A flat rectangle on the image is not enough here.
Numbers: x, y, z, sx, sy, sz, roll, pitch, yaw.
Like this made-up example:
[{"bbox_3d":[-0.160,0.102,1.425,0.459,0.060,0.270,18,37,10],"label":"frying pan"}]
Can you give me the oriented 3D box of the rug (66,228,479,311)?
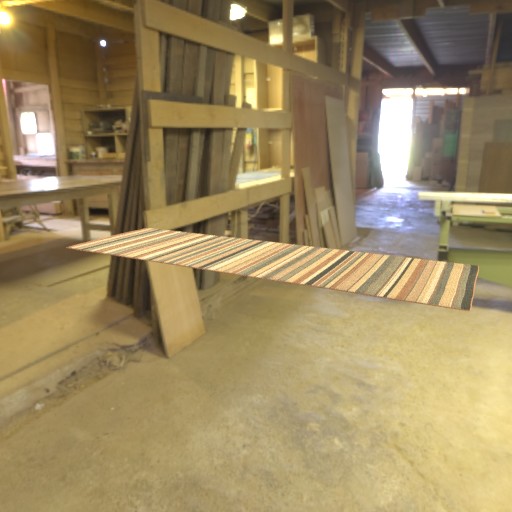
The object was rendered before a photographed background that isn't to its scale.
[{"bbox_3d":[0.000,0.000,2.728,2.444,0.010,0.799,8,16,27],"label":"rug"}]
